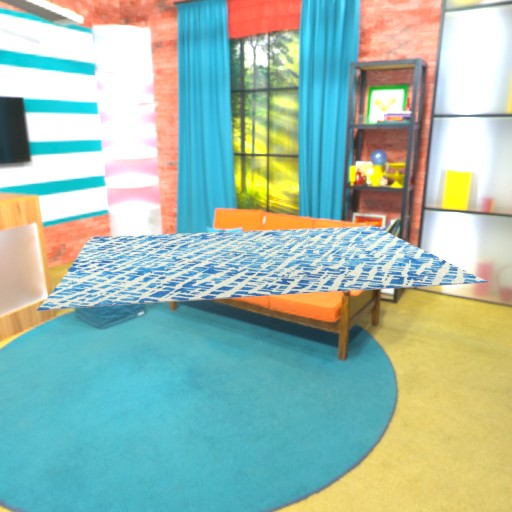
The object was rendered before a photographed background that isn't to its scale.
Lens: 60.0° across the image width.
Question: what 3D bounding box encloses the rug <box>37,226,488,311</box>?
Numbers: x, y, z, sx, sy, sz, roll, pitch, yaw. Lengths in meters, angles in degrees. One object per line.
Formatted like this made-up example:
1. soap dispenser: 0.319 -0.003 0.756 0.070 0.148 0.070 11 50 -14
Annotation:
1. rug: 0.000 0.000 3.068 2.447 0.011 1.520 -3 16 -9
